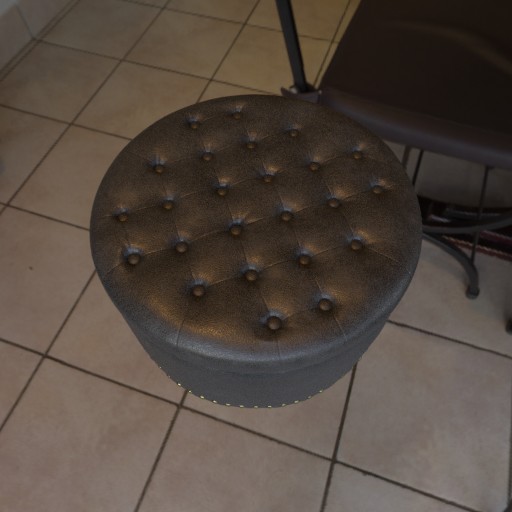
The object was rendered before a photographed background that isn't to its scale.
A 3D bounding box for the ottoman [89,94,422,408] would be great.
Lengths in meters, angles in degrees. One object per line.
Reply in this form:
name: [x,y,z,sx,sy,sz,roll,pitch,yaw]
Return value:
ottoman: [0.000,0.000,1.019,0.637,0.442,0.637,0,59,0]
